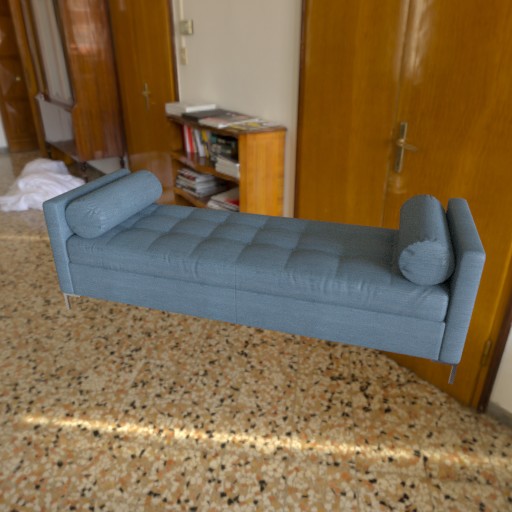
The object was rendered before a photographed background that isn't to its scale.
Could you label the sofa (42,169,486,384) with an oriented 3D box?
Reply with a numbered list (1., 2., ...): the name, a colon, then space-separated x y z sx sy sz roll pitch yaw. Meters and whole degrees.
1. sofa: 0.000 0.000 2.304 1.981 0.635 0.686 8 27 16
